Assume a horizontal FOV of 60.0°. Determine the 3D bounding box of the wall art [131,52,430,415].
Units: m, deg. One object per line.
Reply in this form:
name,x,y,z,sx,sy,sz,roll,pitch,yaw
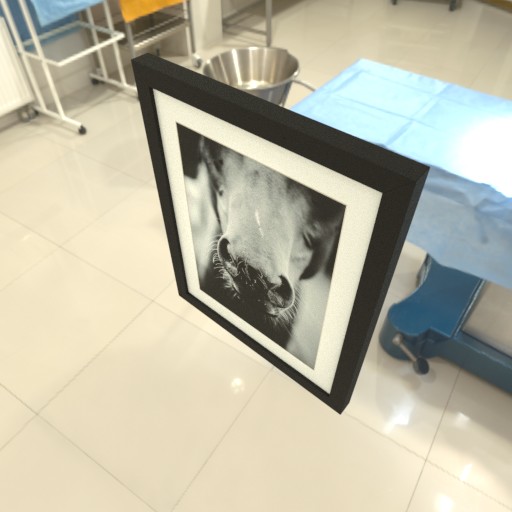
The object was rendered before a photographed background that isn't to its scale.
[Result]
wall art,0.000,0.000,0.552,0.329,0.404,0.024,32,54,26
